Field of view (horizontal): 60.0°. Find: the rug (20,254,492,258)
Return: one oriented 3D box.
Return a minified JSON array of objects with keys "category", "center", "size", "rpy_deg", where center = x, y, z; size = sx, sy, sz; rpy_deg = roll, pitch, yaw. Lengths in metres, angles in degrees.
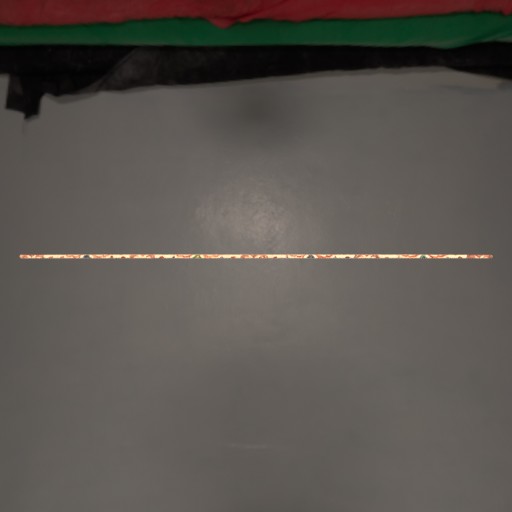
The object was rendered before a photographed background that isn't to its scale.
[{"category":"rug","center":[0.000,0.000,2.916],"size":[2.297,0.018,1.541],"rpy_deg":[0,0,0]}]
